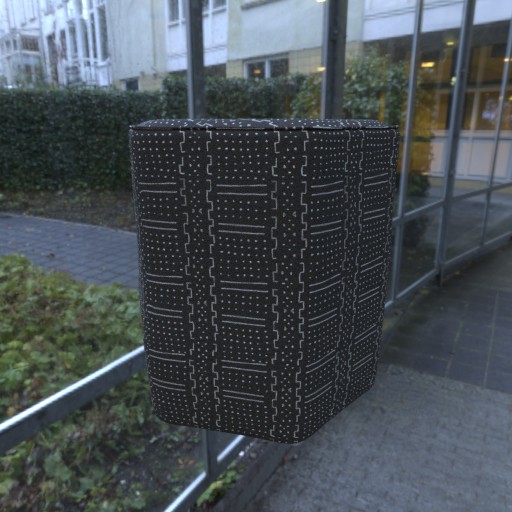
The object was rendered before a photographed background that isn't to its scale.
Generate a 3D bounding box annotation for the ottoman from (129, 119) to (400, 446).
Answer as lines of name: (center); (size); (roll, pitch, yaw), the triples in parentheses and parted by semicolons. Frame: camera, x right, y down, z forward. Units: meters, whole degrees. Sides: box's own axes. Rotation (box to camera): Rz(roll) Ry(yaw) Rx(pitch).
ottoman: (0.000, 0.000, 0.854); (0.443, 0.502, 0.494); (15, 23, 42)
